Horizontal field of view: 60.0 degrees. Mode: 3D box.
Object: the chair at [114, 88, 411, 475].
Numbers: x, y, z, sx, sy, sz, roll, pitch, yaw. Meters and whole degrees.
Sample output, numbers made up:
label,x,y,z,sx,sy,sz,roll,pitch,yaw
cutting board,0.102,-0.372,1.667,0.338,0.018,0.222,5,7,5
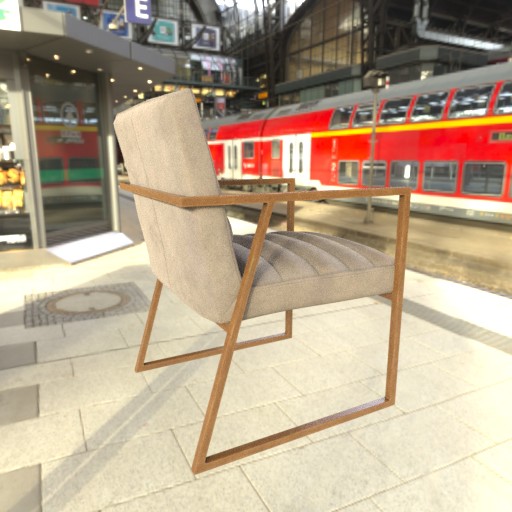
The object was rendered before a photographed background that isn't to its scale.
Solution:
label,x,y,z,sx,sy,sz,roll,pitch,yaw
chair,0.000,0.000,1.309,0.682,0.843,0.578,-7,14,-27
